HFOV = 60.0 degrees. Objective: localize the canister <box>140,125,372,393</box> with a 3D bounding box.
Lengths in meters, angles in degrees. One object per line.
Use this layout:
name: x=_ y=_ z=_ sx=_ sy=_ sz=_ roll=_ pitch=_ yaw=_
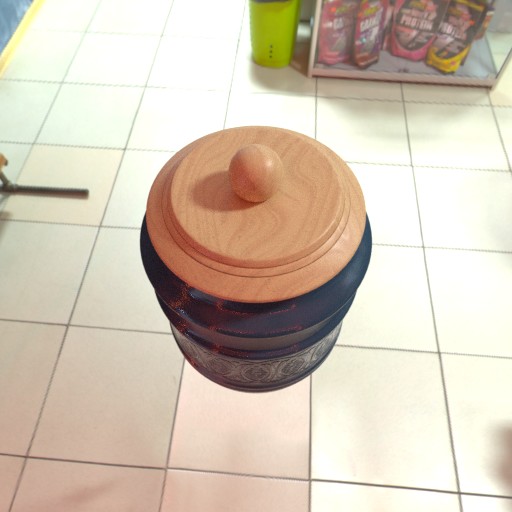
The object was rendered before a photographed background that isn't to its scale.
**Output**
canister: x=0.000 y=0.000 z=0.274 sx=0.130 sy=0.176 sz=0.130 roll=0 pitch=59 yaw=0
